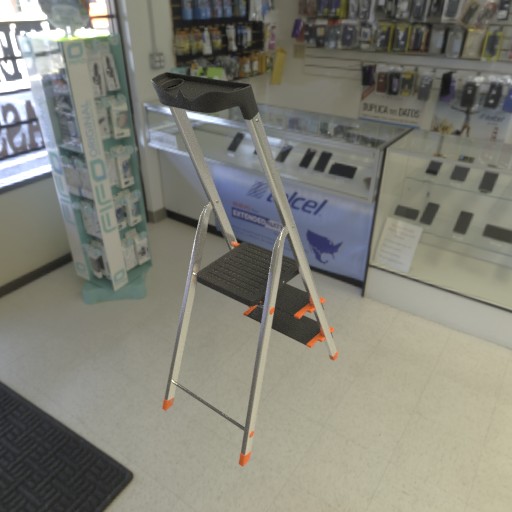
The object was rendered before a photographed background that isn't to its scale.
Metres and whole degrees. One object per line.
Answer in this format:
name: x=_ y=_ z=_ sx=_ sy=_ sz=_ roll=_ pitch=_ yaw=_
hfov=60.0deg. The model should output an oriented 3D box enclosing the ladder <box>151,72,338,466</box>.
ladder: x=0.000 y=0.000 z=1.556 sx=0.416 sy=1.229 sz=0.686 roll=22 pitch=37 yaw=31
